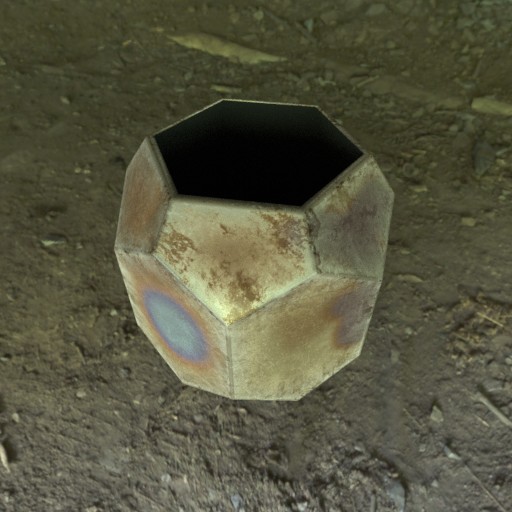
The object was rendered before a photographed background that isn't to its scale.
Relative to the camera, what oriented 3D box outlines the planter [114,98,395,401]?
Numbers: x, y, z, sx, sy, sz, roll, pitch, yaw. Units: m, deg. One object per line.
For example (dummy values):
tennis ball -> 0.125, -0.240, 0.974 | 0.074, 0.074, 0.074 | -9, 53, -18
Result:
planter -> 0.000, 0.000, 0.421 | 0.243, 0.238, 0.221 | -15, 46, -15
